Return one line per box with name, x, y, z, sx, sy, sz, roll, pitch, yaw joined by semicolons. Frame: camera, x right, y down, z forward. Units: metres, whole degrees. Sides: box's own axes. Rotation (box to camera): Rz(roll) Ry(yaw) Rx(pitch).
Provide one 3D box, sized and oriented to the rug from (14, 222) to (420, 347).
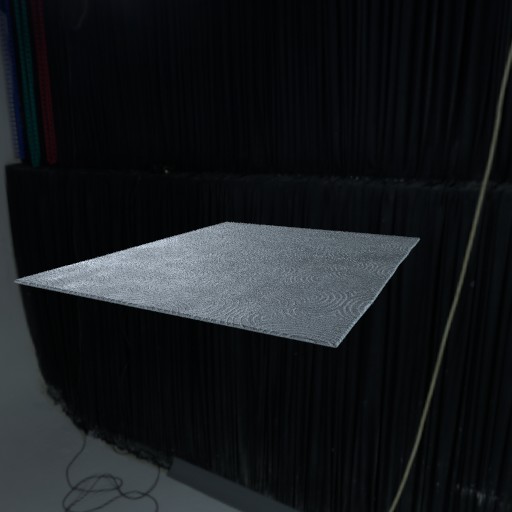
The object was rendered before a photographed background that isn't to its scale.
rug;0.000;0.000;4.033;2.456;0.021;3.042;7;15;26
